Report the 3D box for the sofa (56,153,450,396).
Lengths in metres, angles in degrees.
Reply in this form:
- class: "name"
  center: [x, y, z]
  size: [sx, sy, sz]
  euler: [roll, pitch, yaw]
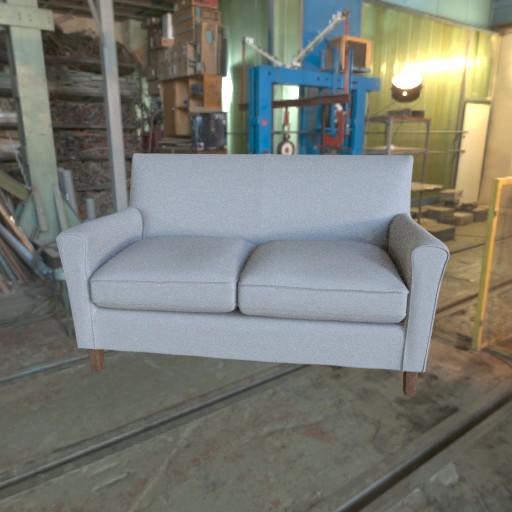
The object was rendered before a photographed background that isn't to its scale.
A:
- class: "sofa"
  center: [0.000, 0.000, 2.056]
  size: [1.482, 0.890, 0.888]
  euler: [2, 16, 8]
